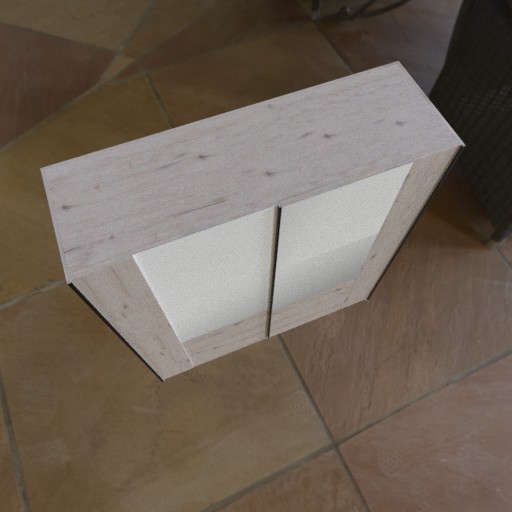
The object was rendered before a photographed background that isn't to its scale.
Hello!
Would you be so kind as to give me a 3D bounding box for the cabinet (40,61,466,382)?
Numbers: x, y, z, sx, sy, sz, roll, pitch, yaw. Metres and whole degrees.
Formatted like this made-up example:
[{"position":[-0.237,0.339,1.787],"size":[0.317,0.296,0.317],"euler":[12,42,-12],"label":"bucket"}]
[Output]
[{"position":[0.000,0.000,3.163],"size":[2.000,2.180,0.660],"euler":[-20,65,-10],"label":"cabinet"}]
